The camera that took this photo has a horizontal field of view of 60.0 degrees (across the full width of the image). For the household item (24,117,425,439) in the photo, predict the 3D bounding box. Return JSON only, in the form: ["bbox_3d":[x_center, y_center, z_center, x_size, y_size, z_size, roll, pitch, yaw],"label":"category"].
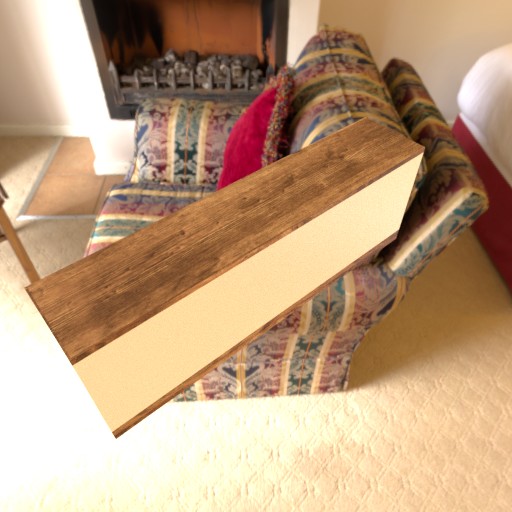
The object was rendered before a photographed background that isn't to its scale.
[{"bbox_3d":[0.000,0.000,2.063,1.800,0.615,0.390,-31,54,-26],"label":"household item"}]
